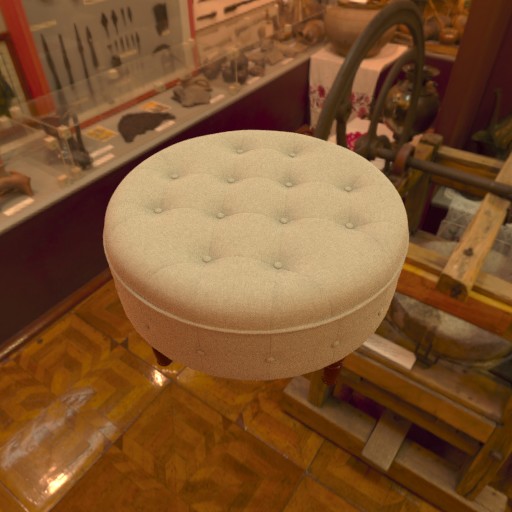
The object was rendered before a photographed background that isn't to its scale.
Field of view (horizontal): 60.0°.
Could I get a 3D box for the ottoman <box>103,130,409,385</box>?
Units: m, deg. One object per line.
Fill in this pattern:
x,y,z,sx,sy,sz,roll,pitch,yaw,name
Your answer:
0.000,0.000,1.380,0.849,0.478,0.849,0,43,0,ottoman
